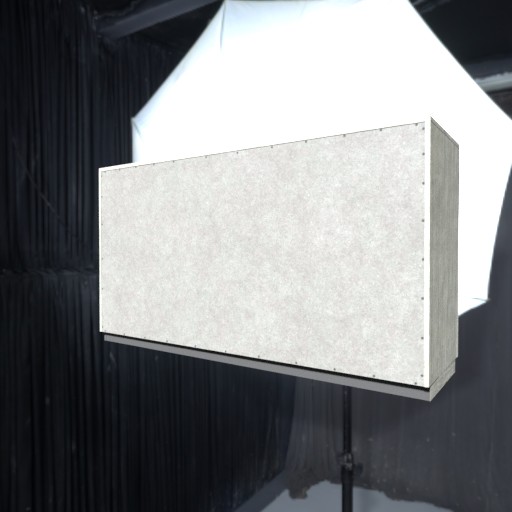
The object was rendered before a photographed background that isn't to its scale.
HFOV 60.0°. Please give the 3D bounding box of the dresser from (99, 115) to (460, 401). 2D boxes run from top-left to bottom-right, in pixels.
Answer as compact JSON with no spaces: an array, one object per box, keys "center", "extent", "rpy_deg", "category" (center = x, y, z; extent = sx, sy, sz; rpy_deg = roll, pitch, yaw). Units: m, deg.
[{"center":[0.000,0.000,2.023],"extent":[1.628,0.889,0.483],"rpy_deg":[1,1,34],"category":"dresser"}]
